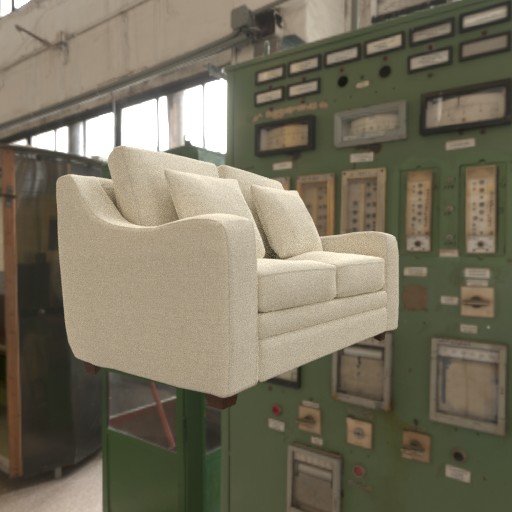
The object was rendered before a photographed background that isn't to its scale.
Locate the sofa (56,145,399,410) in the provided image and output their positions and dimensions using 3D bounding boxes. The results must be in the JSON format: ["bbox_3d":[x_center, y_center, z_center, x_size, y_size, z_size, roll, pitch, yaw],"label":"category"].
[{"bbox_3d":[0.000,0.000,2.390,1.040,1.047,1.744,0,0,36],"label":"sofa"}]
